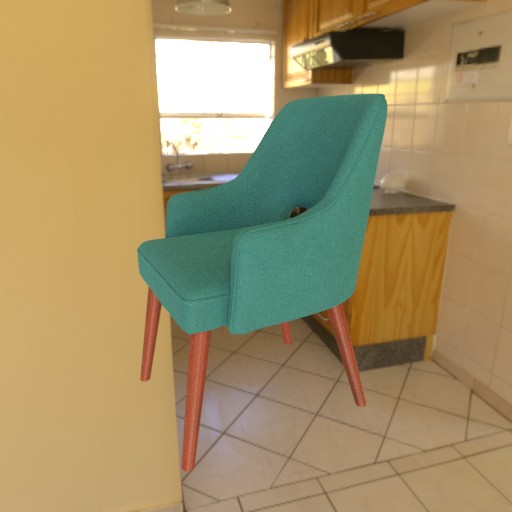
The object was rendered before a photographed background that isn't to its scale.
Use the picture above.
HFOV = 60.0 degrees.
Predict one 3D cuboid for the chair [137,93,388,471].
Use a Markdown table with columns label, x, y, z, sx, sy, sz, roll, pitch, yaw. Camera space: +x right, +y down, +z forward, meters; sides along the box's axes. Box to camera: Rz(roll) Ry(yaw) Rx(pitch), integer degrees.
| label | x | y | z | sx | sy | sz | roll | pitch | yaw |
| --- | --- | --- | --- | --- | --- | --- | --- | --- | --- |
| chair | 0.000 | 0.000 | 1.223 | 0.605 | 0.849 | 0.548 | -9 | 19 | -26 |
